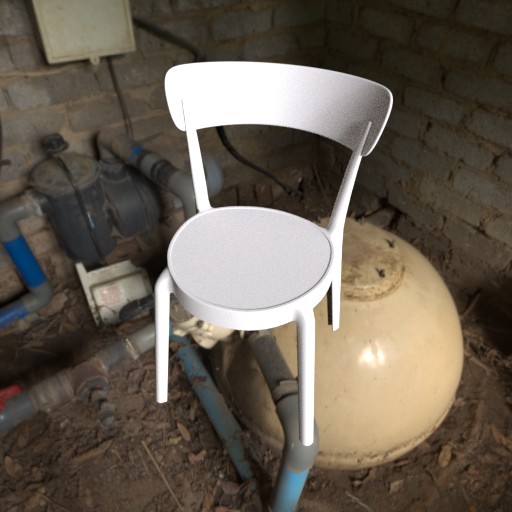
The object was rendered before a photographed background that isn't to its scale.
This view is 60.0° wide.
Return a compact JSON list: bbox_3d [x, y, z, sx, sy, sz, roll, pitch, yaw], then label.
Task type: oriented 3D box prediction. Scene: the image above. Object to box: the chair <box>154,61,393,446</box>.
[{"bbox_3d":[0.000,0.000,1.115,0.506,0.790,0.491,11,42,13],"label":"chair"}]
